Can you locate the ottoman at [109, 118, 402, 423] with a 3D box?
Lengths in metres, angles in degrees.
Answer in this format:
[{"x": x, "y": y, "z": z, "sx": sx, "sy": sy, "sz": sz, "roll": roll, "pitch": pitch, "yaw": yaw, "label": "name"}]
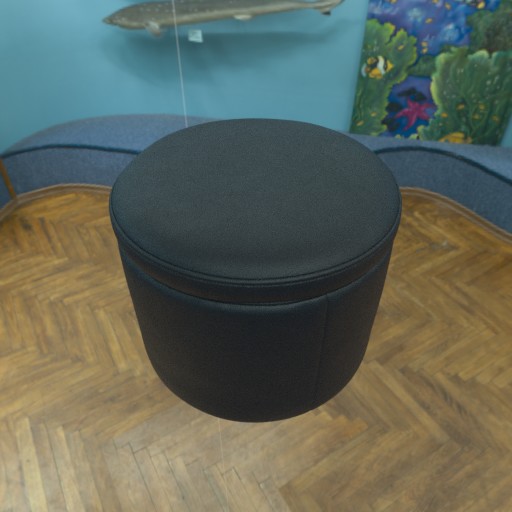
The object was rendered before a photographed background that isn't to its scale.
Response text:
[{"x": 0.000, "y": 0.000, "z": 0.882, "sx": 0.501, "sy": 0.409, "sz": 0.501, "roll": 0, "pitch": 41, "yaw": 0, "label": "ottoman"}]
